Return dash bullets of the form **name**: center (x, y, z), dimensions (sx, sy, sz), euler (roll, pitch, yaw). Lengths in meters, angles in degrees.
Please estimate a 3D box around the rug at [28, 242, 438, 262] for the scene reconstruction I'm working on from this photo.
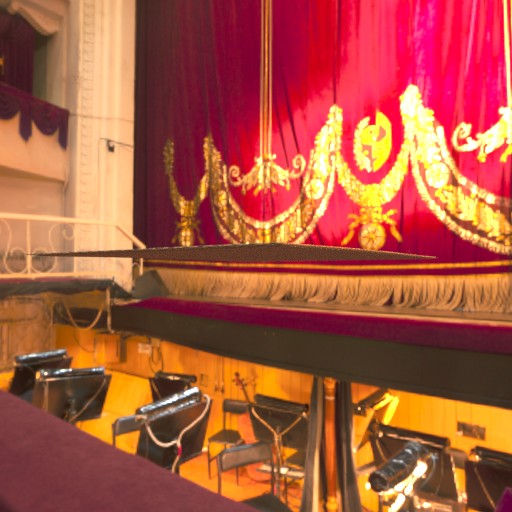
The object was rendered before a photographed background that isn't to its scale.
- **rug**: center (0.000, 0.000, 4.824), dimensions (2.892, 0.036, 3.585), euler (-1, -2, 37)
